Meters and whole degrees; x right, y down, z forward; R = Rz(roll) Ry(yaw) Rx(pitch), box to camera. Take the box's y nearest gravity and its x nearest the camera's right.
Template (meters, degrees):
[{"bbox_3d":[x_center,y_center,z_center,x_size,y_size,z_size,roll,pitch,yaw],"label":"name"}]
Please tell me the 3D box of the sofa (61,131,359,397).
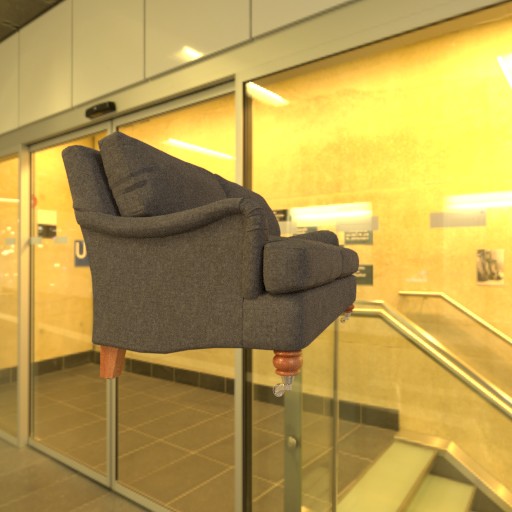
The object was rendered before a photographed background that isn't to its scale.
[{"bbox_3d":[0.000,0.000,2.704,1.087,1.054,2.160,0,0,18],"label":"sofa"}]
